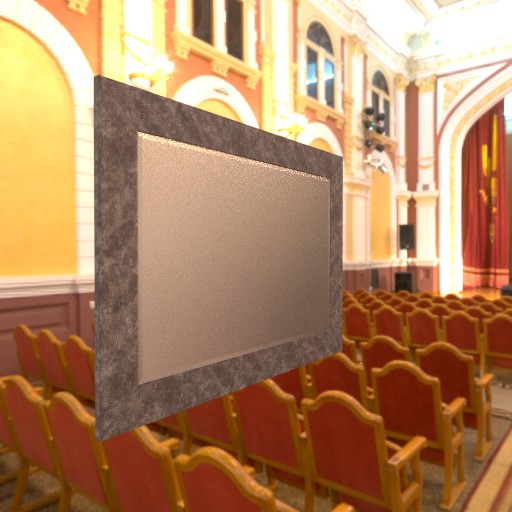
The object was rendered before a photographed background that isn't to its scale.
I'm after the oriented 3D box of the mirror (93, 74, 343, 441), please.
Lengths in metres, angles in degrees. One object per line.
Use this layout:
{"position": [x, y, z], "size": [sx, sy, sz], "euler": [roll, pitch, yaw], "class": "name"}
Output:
{"position": [0.000, 0.000, 1.394], "size": [0.022, 0.795, 1.101], "euler": [1, 1, 39], "class": "mirror"}
